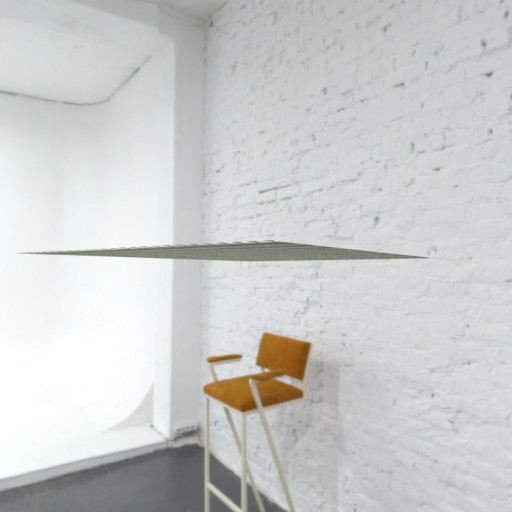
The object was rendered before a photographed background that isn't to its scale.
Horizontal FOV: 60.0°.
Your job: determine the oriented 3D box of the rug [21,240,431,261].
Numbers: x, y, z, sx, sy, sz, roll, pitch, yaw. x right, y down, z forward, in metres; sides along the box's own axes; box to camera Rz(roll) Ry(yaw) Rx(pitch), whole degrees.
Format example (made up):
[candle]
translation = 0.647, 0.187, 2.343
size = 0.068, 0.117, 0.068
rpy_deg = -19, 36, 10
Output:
[rug]
translation = 0.000, 0.000, 4.108
size = 2.439, 0.005, 3.201
rpy_deg = -2, -3, 35
